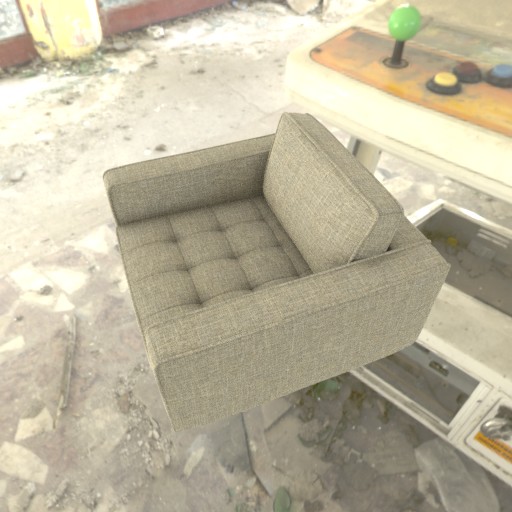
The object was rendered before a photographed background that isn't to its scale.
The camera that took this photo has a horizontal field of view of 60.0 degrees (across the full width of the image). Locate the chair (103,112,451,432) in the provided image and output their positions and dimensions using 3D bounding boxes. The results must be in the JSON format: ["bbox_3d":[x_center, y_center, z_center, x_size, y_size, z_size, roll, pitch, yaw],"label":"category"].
[{"bbox_3d":[0.000,0.000,1.604,0.914,0.765,0.889,-16,48,-15],"label":"chair"}]
